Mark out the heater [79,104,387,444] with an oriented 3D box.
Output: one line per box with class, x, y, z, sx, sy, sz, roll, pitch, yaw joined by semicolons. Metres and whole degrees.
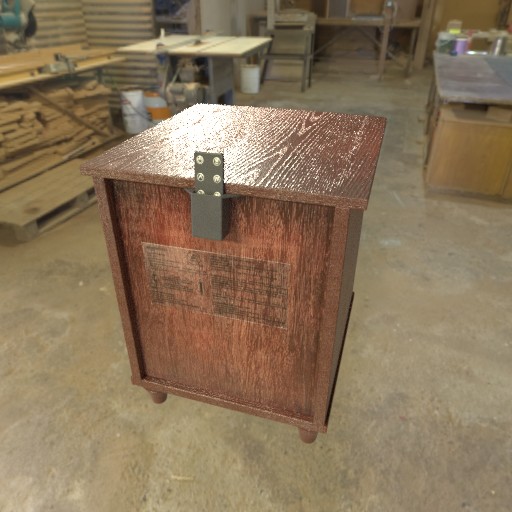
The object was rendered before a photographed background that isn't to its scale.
heater;0.000;0.000;0.770;0.362;0.481;0.400;9;32;15
